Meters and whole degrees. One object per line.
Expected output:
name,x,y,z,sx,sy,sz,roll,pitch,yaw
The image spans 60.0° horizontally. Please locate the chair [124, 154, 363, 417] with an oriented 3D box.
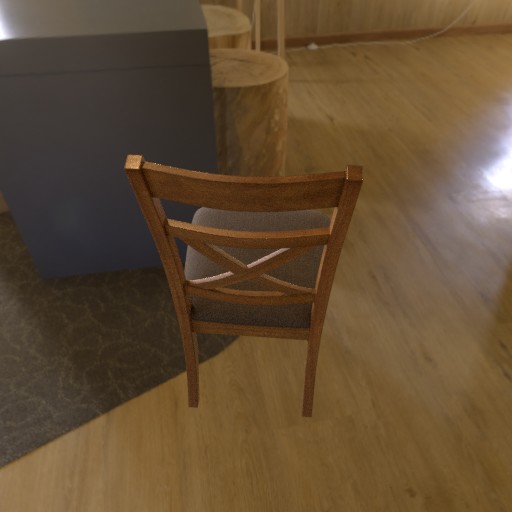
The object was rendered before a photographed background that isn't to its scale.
chair,0.000,0.000,1.273,0.470,0.949,0.581,4,45,4
